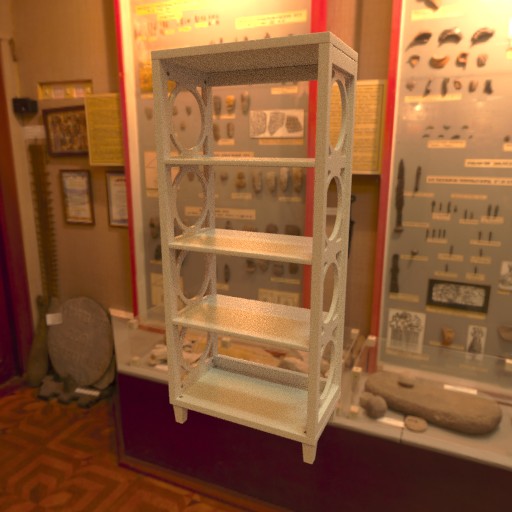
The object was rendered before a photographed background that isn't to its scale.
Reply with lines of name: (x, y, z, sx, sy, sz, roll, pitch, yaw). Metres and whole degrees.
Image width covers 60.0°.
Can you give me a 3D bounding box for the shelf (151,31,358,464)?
shelf: (0.000, 0.000, 1.660, 0.611, 1.411, 0.340, 7, 16, 25)
